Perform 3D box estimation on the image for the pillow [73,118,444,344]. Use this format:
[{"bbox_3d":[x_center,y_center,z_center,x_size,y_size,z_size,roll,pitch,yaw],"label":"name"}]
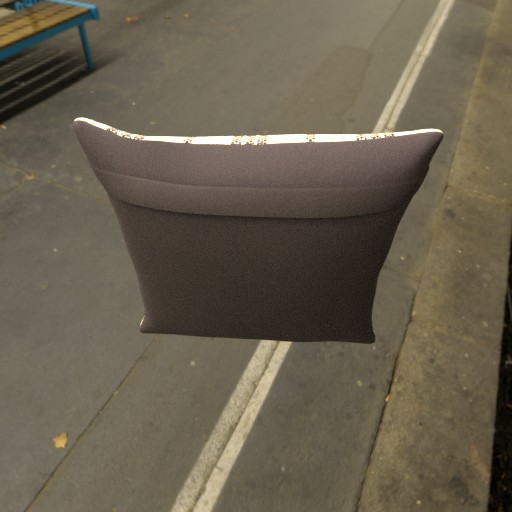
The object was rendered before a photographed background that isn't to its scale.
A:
[{"bbox_3d":[0.000,0.000,0.621,0.405,0.406,0.173,2,46,2],"label":"pillow"}]
